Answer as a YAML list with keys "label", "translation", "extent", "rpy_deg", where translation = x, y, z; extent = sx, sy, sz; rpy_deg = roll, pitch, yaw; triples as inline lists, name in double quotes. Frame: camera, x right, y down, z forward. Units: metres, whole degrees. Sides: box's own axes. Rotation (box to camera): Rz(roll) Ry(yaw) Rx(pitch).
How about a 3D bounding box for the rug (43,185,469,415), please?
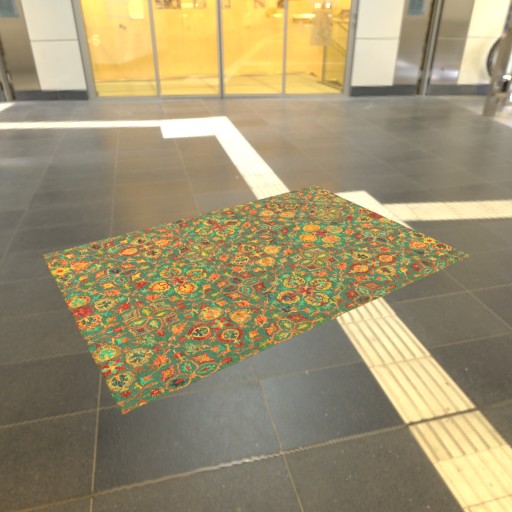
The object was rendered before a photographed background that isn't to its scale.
- label: "rug"
  translation: [0.000, 0.000, 2.852]
  extent: [2.290, 0.016, 1.527]
  rpy_deg: [-18, 34, -29]
